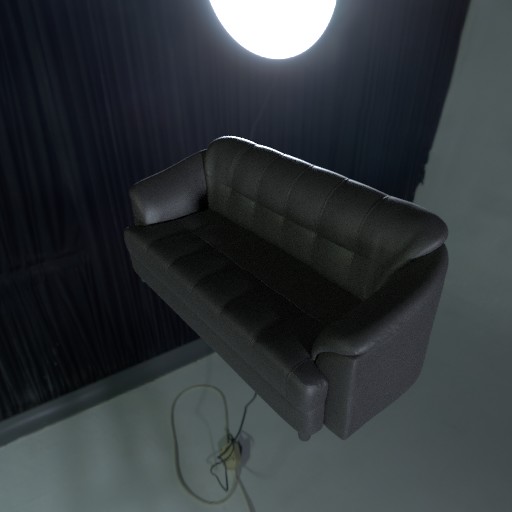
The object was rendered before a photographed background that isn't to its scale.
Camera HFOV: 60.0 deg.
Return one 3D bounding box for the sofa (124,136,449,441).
[{"bbox_3d":[0.000,0.000,2.276,0.800,0.811,1.829,-22,37,-32],"label":"sofa"}]
